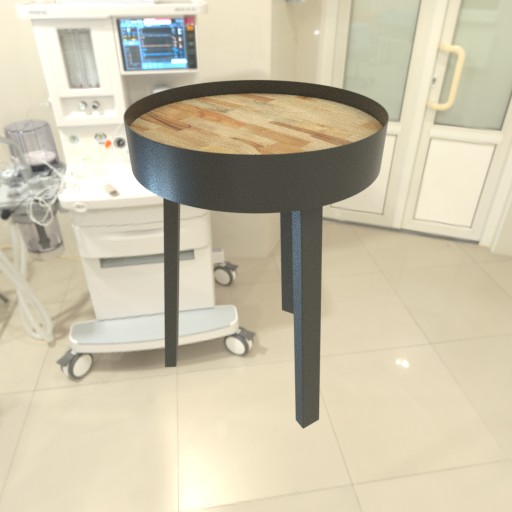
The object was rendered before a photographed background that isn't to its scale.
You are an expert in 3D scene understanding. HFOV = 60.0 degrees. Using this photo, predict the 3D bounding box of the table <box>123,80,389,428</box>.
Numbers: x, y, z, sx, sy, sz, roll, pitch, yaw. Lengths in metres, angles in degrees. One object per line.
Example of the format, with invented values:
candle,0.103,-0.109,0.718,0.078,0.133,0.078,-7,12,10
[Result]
table,0.000,0.000,0.853,0.406,0.559,0.406,0,34,0
